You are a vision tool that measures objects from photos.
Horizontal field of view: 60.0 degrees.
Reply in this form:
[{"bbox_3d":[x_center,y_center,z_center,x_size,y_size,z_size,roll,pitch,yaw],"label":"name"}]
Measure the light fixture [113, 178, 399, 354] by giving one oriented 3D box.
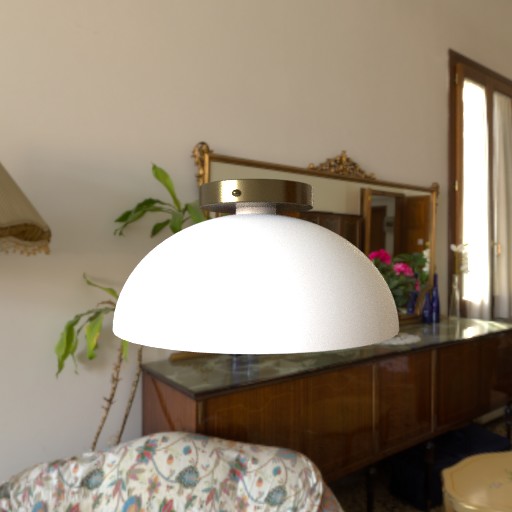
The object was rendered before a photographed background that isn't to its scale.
[{"bbox_3d":[0.000,0.000,0.577,0.355,0.177,0.355,0,0,0],"label":"light fixture"}]
